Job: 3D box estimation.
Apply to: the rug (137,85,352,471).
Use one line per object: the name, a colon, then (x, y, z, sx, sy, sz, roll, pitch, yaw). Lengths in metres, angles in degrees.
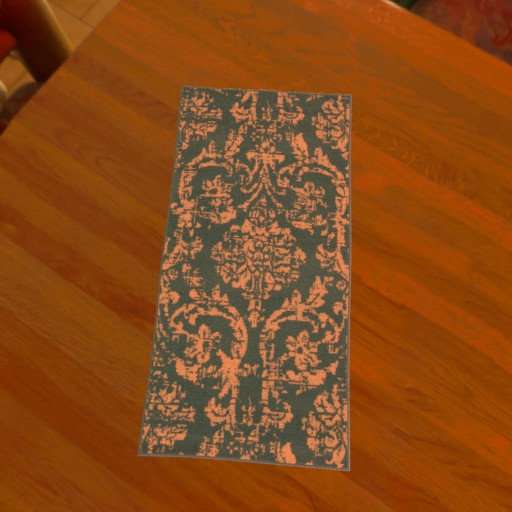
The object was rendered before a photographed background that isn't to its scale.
rug: (0.000, 0.000, 1.411, 0.604, 0.007, 1.219, 3, 75, 1)
